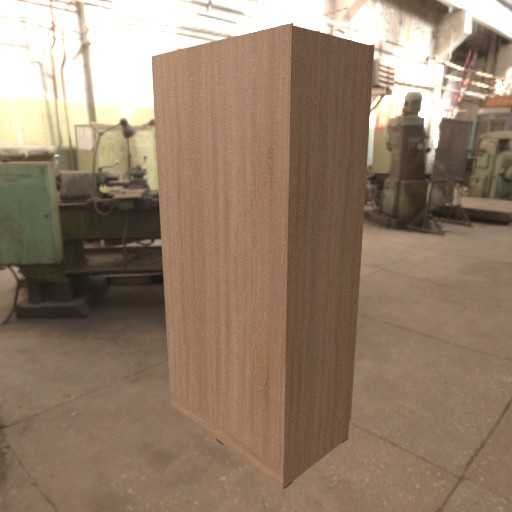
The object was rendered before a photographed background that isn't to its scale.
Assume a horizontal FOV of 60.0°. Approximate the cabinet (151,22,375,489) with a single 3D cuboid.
[{"bbox_3d":[0.000,0.000,2.486,0.590,2.121,1.001,-14,20,-42],"label":"cabinet"}]
